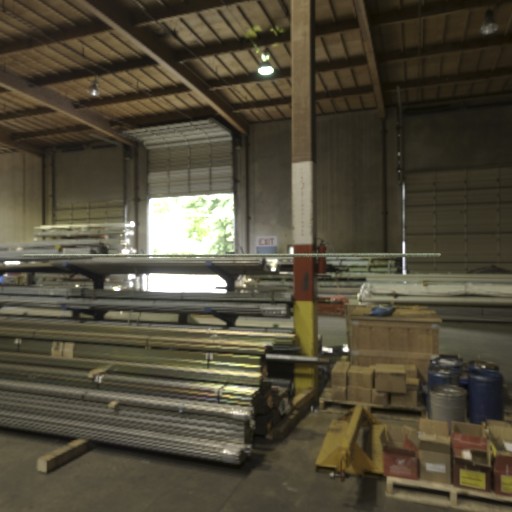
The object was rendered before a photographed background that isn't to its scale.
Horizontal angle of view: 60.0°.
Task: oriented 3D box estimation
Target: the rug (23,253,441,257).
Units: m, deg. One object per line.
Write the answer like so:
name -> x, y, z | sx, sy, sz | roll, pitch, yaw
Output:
rug -> 0.000, 0.000, 4.120 | 3.039, 0.019, 2.420 | 0, 0, 19
